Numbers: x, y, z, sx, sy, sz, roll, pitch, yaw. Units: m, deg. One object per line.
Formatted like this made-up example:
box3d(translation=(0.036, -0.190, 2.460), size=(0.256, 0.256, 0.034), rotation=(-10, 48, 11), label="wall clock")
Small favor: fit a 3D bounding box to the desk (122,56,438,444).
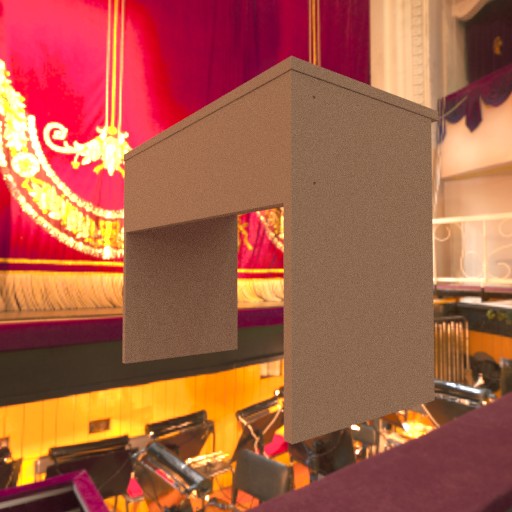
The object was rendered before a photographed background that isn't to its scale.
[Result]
box3d(translation=(0.000, 0.000, 1.339), size=(0.498, 0.729, 0.900), rotation=(1, -2, -36), label="desk")
